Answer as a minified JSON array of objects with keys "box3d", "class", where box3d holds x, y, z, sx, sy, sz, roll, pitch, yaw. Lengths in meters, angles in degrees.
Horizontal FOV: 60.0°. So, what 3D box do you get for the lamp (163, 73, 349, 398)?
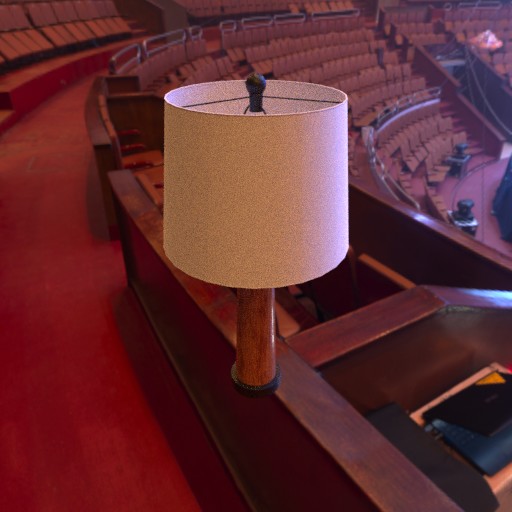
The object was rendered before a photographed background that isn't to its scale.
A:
[{"box3d":[0.000,0.000,0.867,0.349,0.667,0.349,0,30,0],"class":"lamp"}]
